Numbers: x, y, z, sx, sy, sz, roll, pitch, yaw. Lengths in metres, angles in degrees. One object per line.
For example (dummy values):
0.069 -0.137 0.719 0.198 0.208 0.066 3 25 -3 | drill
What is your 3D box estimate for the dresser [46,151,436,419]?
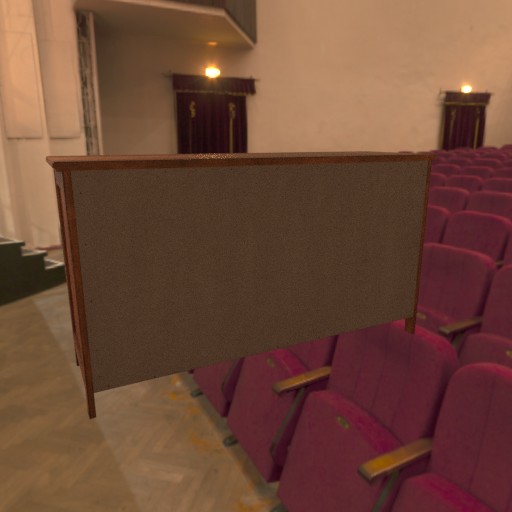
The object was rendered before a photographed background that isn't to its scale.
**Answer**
0.000 0.000 1.921 1.551 0.856 0.463 -7 16 -26 | dresser
